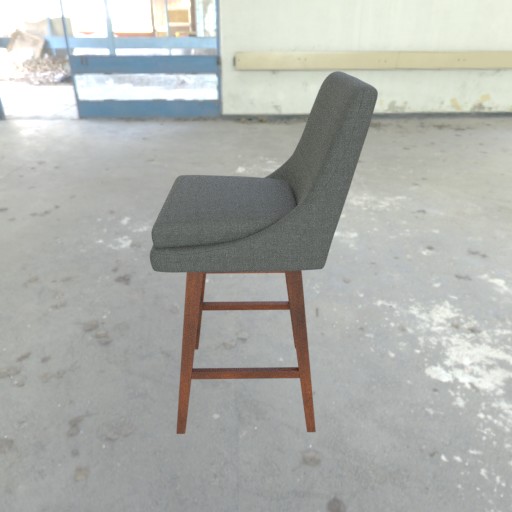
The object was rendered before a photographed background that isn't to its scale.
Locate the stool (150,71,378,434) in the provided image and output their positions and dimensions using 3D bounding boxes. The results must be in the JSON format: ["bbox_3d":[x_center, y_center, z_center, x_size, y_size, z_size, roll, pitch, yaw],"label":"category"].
[{"bbox_3d":[0.000,0.000,1.297,0.524,0.977,0.447,0,27,-1],"label":"stool"}]
